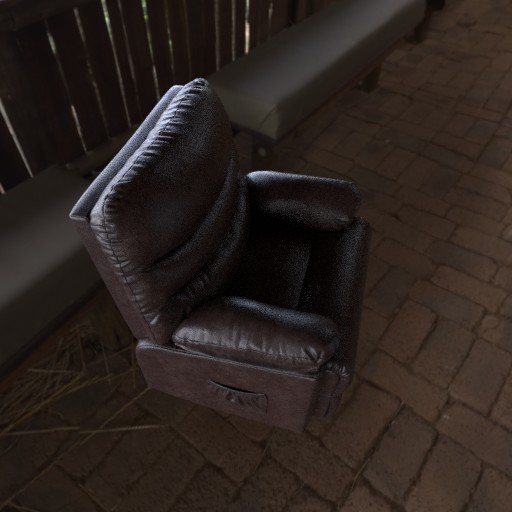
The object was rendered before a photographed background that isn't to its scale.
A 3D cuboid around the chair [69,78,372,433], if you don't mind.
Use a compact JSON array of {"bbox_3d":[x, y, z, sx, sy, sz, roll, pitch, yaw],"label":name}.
[{"bbox_3d":[0.000,0.000,1.722,0.879,1.041,0.940,11,49,10],"label":"chair"}]
